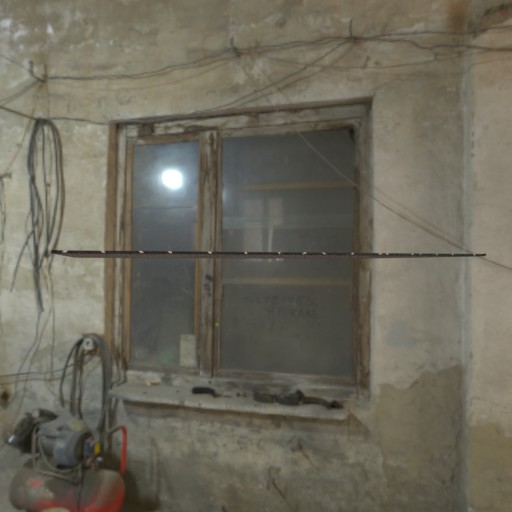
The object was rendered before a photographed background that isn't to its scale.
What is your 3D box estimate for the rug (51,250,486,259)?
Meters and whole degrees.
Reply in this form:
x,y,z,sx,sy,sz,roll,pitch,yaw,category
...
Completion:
x,y,z,sx,sy,sz,roll,pitch,yaw,category
0.000,0.000,2.310,1.830,0.013,1.223,0,-1,-19,rug
